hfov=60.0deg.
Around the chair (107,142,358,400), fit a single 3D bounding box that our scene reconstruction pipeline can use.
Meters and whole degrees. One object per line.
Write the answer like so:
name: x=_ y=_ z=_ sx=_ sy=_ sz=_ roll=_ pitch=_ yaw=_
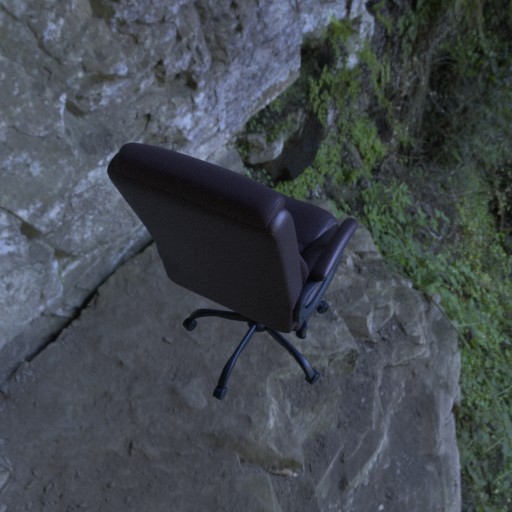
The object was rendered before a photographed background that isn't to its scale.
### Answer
chair: x=0.000 y=0.000 z=1.504 sx=0.615 sy=1.072 sz=0.655 roll=22 pitch=51 yaw=20
